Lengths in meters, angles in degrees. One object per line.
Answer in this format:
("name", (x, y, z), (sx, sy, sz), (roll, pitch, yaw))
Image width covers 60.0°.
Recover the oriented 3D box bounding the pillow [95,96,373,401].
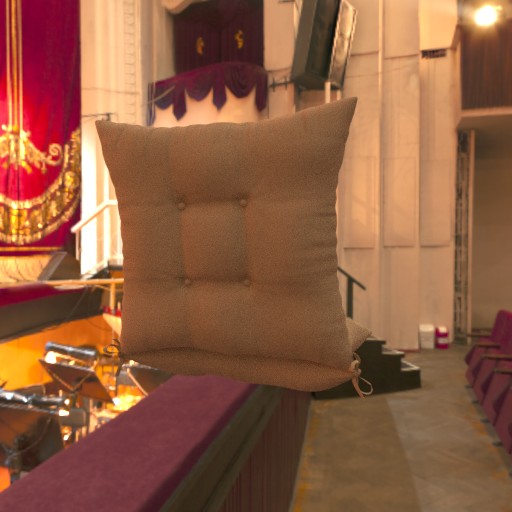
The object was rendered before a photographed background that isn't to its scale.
("pillow", (0.000, 0.000, 1.030), (0.541, 0.536, 0.585), (0, 1, 17))
